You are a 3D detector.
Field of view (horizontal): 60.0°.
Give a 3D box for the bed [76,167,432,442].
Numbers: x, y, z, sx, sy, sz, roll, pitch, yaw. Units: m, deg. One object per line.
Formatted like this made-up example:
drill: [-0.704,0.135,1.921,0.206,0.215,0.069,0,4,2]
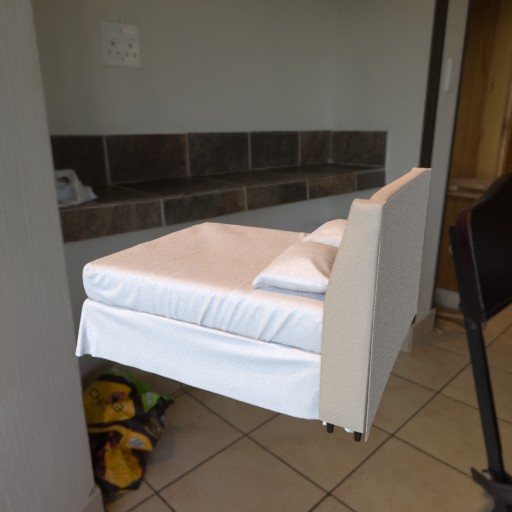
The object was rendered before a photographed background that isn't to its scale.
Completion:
bed: [0.000,0.000,3.465,2.276,1.332,1.925,8,18,26]
